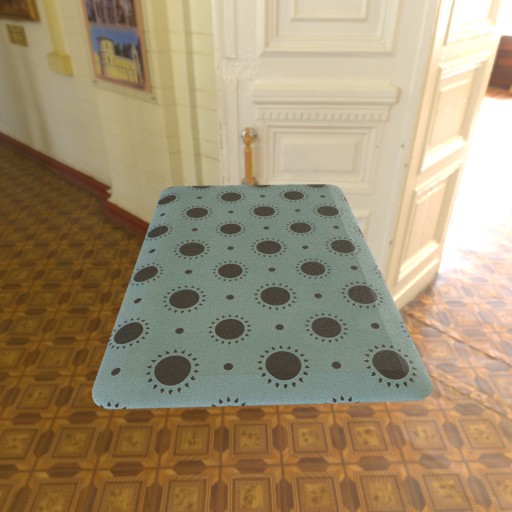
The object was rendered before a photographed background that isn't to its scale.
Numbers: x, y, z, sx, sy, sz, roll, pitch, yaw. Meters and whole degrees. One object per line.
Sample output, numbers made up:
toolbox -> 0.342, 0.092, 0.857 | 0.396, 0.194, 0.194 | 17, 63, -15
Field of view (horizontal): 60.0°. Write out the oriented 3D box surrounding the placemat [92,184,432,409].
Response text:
placemat -> 0.000, 0.000, 0.949 | 0.508, 0.021, 0.762 | -1, 33, -2
